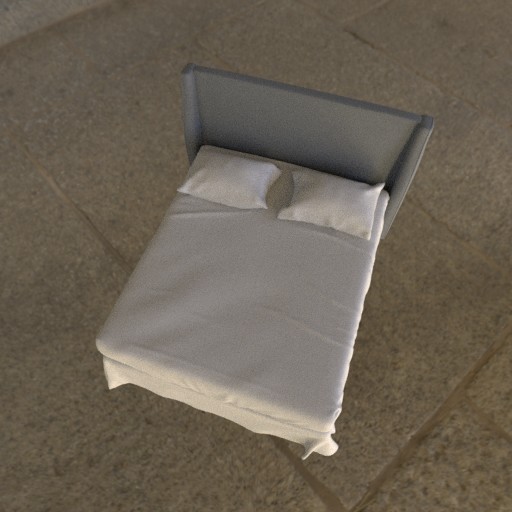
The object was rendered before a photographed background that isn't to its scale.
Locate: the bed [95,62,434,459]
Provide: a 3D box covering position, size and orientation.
[{"bbox_3d":[0.000,0.000,3.293,1.925,1.332,2.276,16,61,10],"label":"bed"}]
